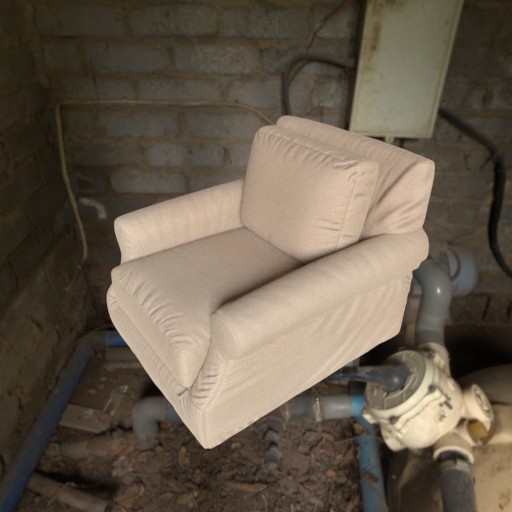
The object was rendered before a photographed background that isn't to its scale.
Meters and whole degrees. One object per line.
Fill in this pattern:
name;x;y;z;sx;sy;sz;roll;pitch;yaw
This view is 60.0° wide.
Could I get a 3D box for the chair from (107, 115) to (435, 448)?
chair;0.000;0.000;1.805;1.066;0.866;0.940;-21;37;-31
